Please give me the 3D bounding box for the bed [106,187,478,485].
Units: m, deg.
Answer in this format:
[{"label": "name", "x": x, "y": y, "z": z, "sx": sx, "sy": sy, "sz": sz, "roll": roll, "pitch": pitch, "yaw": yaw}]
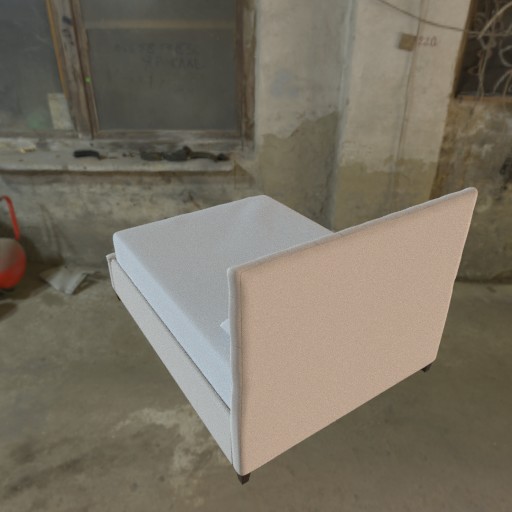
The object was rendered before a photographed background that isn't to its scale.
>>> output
[{"label": "bed", "x": 0.000, "y": 0.000, "z": 3.327, "sx": 1.696, "sy": 1.426, "sz": 2.233, "roll": -18, "pitch": 35, "yaw": -29}]
